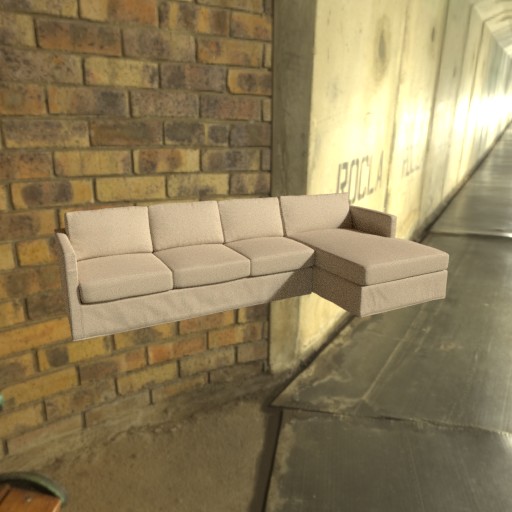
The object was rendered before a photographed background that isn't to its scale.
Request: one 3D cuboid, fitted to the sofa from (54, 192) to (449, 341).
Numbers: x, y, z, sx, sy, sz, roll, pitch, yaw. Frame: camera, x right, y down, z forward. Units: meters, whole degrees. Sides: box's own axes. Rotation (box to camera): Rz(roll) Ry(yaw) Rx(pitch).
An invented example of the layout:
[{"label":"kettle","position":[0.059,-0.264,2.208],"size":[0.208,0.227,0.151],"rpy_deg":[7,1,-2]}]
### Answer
[{"label":"sofa","position":[0.000,0.000,3.993],"size":[3.206,0.871,1.622],"rpy_deg":[-8,18,-26]}]
